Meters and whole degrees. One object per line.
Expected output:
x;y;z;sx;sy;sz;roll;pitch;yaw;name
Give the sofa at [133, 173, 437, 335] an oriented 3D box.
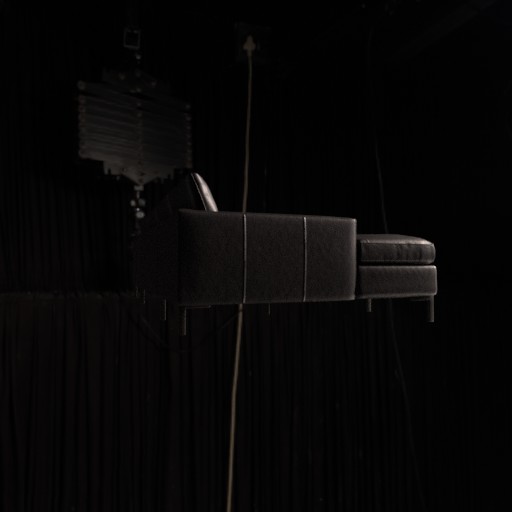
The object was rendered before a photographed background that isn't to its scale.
0.000;0.000;3.995;1.939;0.900;2.956;0;-1;-20;sofa
